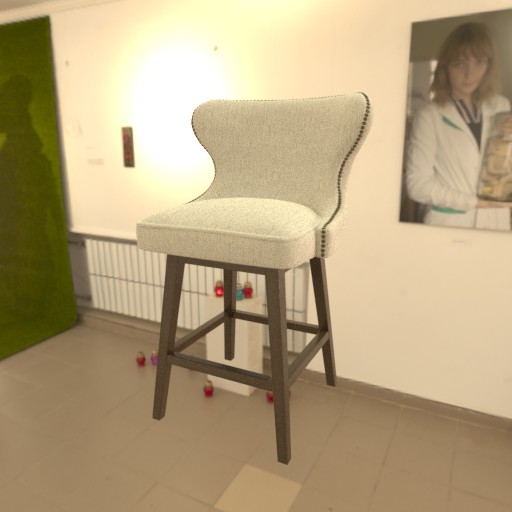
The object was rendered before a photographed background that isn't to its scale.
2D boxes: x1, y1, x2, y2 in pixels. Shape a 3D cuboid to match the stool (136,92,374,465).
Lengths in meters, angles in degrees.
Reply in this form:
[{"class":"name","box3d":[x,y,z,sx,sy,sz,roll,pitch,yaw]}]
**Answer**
[{"class":"stool","box3d":[0.000,0.000,1.379,0.615,0.972,0.597,7,16,26]}]
